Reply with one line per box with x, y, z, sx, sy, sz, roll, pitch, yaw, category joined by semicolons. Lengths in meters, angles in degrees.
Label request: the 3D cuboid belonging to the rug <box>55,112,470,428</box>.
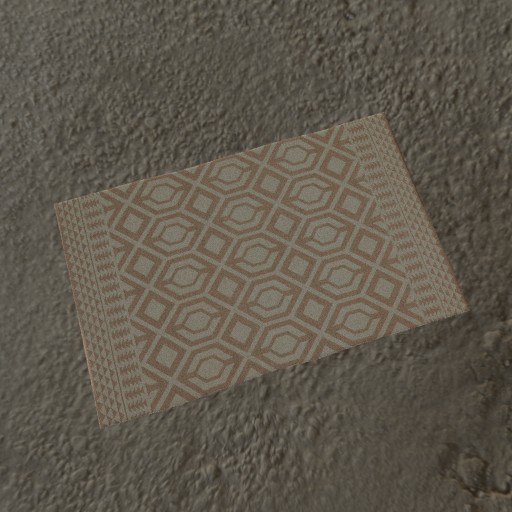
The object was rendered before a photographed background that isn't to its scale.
0.000;0.000;2.956;2.435;0.011;1.526;-17;76;-4;rug
